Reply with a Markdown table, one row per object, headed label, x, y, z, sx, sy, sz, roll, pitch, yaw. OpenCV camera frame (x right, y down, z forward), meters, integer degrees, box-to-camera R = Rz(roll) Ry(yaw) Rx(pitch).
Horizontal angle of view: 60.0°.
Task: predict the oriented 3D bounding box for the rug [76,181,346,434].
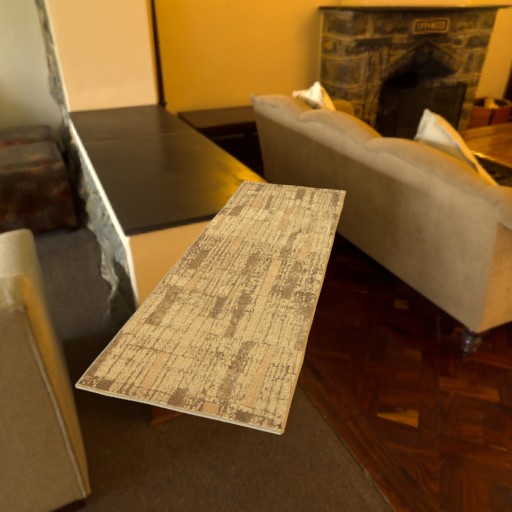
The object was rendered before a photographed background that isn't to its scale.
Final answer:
| label | x | y | z | sx | sy | sz | roll | pitch | yaw |
| --- | --- | --- | --- | --- | --- | --- | --- | --- | --- |
| rug | 0.000 | 0.000 | 2.656 | 0.857 | 0.018 | 2.383 | 8 | 31 | 13 |
